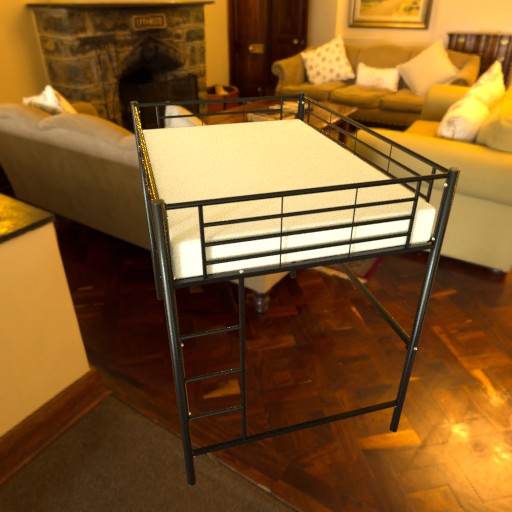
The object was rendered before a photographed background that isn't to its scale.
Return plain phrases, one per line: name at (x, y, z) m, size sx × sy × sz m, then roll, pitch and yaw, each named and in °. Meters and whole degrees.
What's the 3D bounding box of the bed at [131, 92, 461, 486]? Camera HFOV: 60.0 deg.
bed at (0.000, 0.000, 3.135) m, size 1.397 × 1.803 × 1.994 m, roll -8°, pitch 31°, yaw -14°
